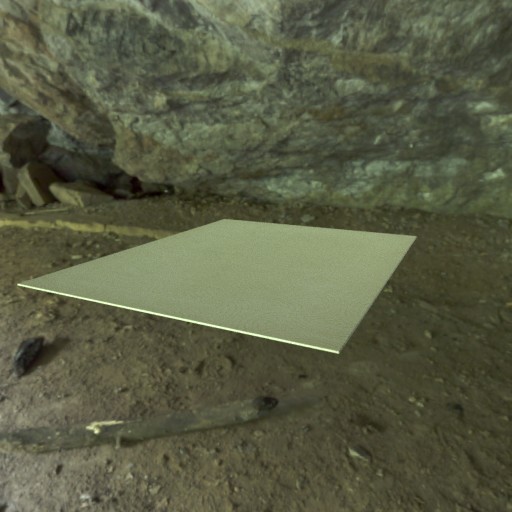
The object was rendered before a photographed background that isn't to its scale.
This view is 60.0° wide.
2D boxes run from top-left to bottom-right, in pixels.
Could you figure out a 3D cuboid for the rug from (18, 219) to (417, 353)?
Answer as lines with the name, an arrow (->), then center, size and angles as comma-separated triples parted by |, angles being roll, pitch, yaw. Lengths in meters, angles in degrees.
rug -> 0.000, 0.000, 3.459 | 2.073, 0.011, 2.584 | 7, 16, 25
